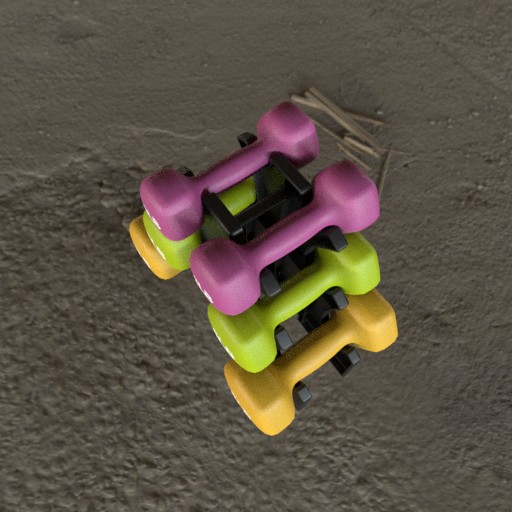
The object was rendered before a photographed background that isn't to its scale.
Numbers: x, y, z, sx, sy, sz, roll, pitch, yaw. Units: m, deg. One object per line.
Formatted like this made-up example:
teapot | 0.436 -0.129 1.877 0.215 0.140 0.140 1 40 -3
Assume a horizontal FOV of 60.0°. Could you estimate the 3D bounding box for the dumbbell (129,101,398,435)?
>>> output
dumbbell | 0.000 0.000 0.463 0.190 0.271 0.300 -32 68 -15
